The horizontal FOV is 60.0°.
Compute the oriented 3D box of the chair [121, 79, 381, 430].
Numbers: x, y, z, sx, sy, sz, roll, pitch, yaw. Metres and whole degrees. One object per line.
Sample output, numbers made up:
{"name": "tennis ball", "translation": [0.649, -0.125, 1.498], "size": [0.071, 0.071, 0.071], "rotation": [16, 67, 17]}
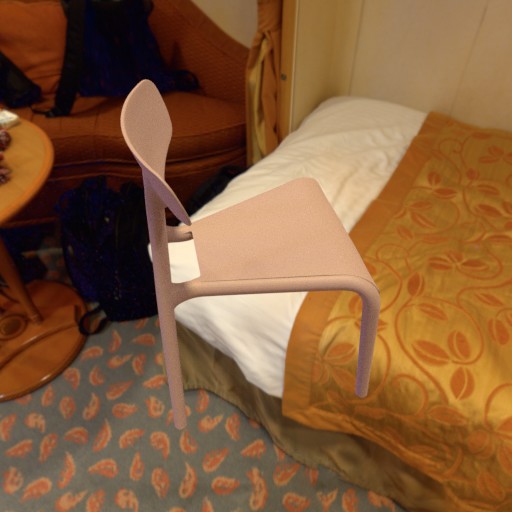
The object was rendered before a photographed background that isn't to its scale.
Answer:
{"name": "chair", "translation": [0.000, 0.000, 0.815], "size": [0.401, 0.580, 0.356], "rotation": [-9, 46, -9]}
